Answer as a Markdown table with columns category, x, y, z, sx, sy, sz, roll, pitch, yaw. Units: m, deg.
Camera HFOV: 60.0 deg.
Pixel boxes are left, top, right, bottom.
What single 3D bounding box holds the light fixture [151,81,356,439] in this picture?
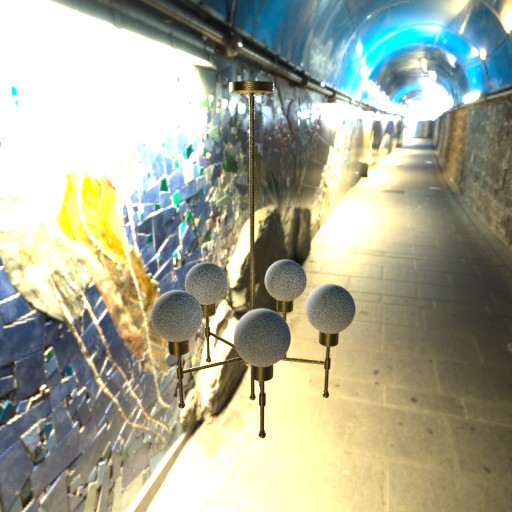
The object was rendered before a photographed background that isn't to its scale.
| category | x | y | z | sx | sy | sz | roll | pitch | yaw |
| --- | --- | --- | --- | --- | --- | --- | --- | --- | --- |
| light fixture | 0.000 | 0.000 | 1.831 | 0.815 | 1.331 | 0.785 | 9 | 18 | 28 |
